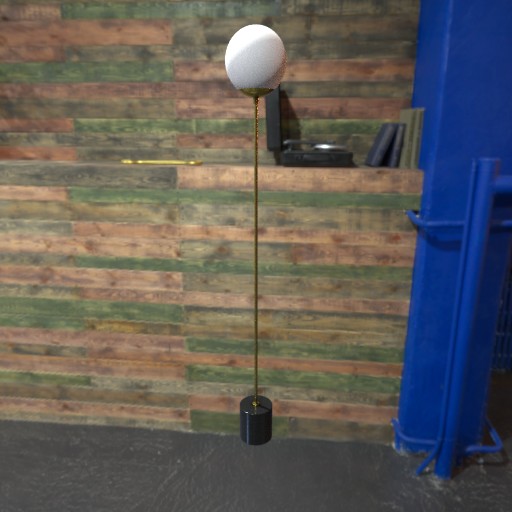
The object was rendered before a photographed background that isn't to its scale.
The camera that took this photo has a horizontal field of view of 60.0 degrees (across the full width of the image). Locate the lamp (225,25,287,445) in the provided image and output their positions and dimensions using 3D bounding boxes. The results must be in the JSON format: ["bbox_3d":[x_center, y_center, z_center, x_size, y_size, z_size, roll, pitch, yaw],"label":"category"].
[{"bbox_3d":[0.000,0.000,1.854,0.229,1.748,0.229,2,16,7],"label":"lamp"}]
